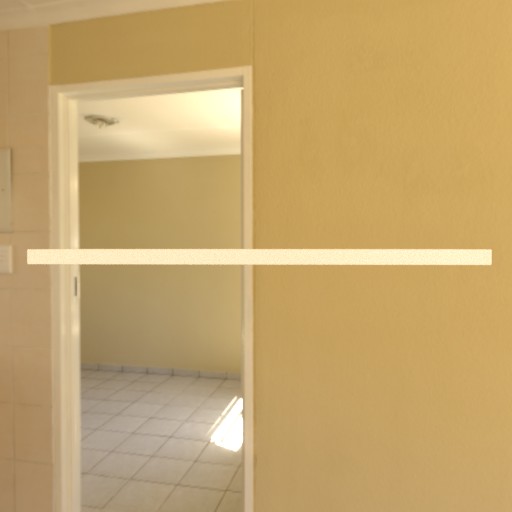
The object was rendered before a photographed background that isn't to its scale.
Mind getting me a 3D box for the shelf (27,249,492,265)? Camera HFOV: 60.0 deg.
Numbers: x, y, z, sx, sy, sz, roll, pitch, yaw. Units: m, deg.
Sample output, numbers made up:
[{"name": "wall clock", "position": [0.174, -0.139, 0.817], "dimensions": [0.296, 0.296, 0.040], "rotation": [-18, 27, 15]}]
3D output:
[{"name": "shelf", "position": [0.000, 0.000, 0.651], "dimensions": [0.610, 0.020, 0.140], "rotation": [0, 1, 3]}]
